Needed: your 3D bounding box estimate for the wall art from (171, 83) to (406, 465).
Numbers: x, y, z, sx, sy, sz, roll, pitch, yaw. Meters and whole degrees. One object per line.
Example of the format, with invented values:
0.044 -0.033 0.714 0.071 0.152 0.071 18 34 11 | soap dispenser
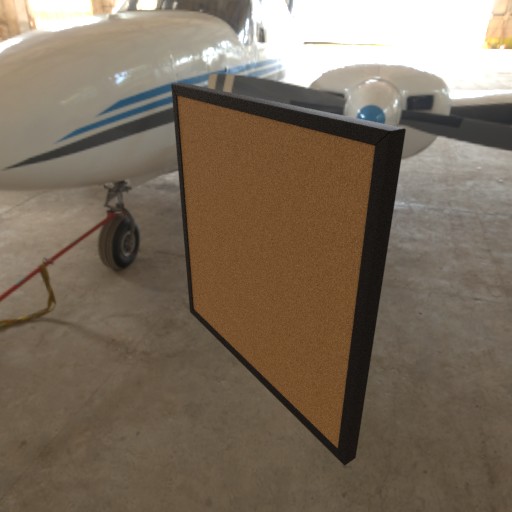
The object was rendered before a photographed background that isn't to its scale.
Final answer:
0.000 0.000 1.137 0.037 0.763 0.763 -18 32 -31 | wall art
